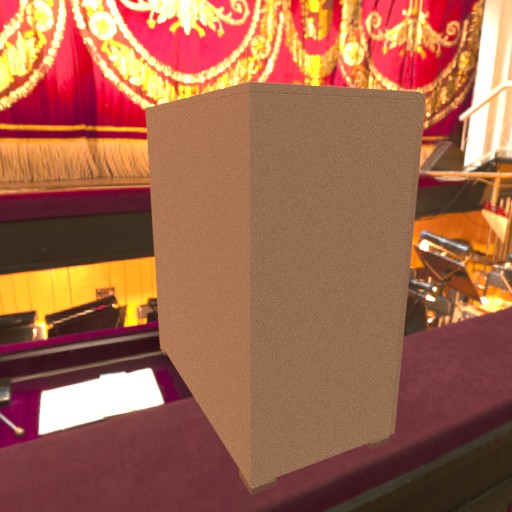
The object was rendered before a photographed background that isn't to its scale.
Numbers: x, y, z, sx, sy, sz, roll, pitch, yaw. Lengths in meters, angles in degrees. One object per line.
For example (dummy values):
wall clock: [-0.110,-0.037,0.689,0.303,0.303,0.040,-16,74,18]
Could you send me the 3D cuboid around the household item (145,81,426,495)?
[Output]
household item: [0.000,0.000,1.318,0.420,0.870,0.800,-7,17,-25]
